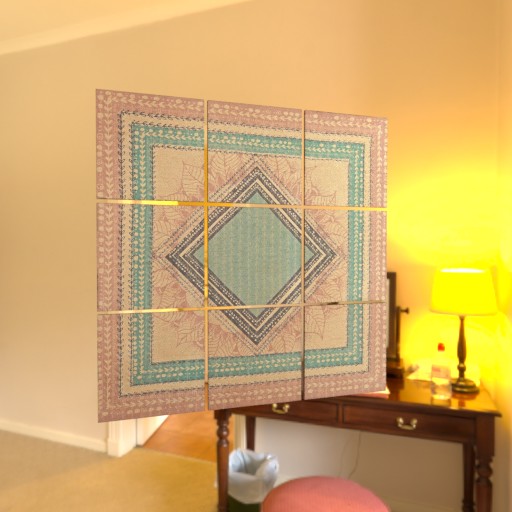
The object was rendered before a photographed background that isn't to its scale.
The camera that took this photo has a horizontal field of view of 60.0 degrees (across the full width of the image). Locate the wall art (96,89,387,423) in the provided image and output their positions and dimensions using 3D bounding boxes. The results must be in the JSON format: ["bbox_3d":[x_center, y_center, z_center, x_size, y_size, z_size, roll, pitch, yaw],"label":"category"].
[{"bbox_3d":[0.000,0.000,1.797,1.215,1.213,0.013,0,1,-17],"label":"wall art"}]
